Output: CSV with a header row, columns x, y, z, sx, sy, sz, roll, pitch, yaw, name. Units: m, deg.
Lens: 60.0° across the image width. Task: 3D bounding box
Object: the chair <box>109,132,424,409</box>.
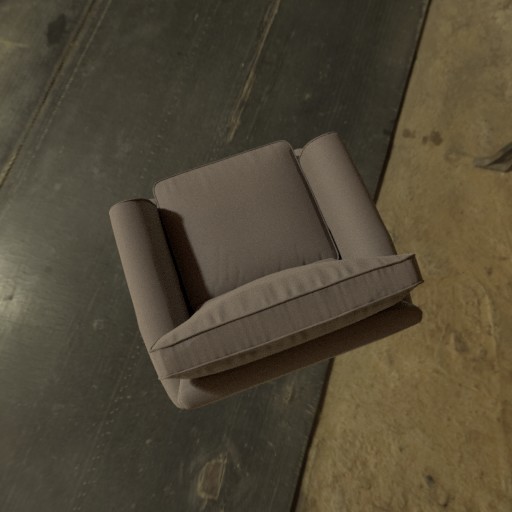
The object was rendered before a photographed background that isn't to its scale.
x,y,z,sx,sy,sz,roll,pitch,yaw,name
0.000,0.000,1.823,1.029,0.967,0.966,-19,77,-5,chair
